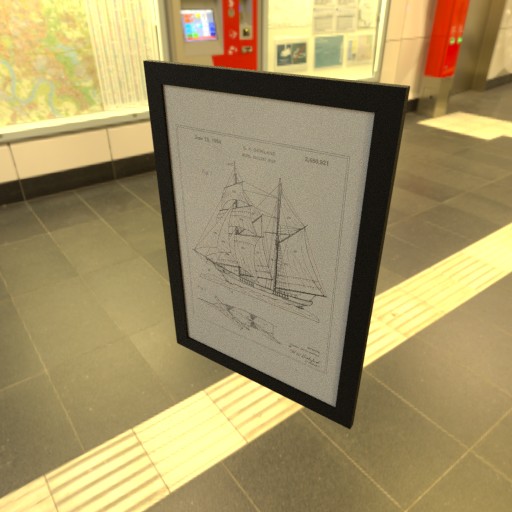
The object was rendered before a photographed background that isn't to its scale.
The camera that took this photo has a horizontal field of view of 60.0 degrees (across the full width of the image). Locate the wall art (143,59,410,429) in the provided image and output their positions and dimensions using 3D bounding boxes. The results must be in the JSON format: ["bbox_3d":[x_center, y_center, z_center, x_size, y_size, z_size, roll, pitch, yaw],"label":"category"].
[{"bbox_3d":[0.000,0.000,0.590,0.326,0.459,0.011,19,36,28],"label":"wall art"}]
